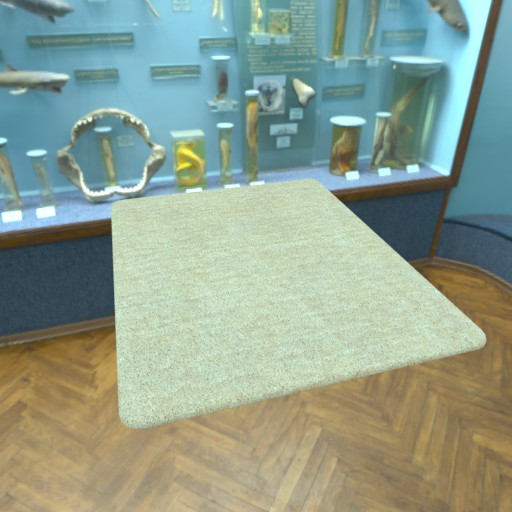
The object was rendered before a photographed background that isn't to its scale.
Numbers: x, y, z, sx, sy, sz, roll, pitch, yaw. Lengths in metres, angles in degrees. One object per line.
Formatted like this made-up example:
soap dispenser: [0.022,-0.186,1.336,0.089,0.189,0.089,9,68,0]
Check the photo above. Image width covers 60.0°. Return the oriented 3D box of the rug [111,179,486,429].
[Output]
rug: [0.000,0.000,3.246,2.009,0.048,2.528,-9,33,-14]
